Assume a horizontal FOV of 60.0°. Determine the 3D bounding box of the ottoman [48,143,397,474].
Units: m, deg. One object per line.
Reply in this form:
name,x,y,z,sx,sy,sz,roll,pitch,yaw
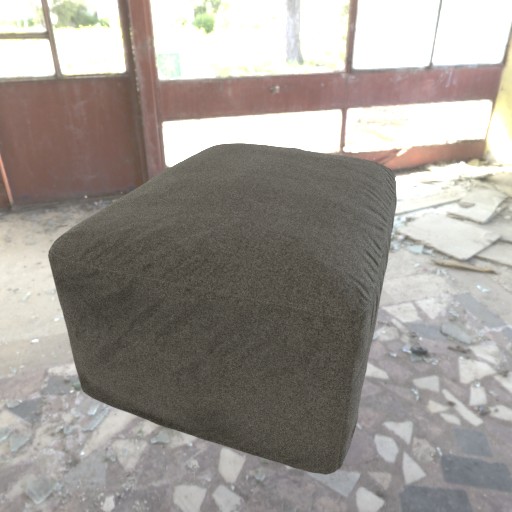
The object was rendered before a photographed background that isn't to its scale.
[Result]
ottoman,0.000,0.000,1.203,0.683,0.481,0.837,10,31,17
